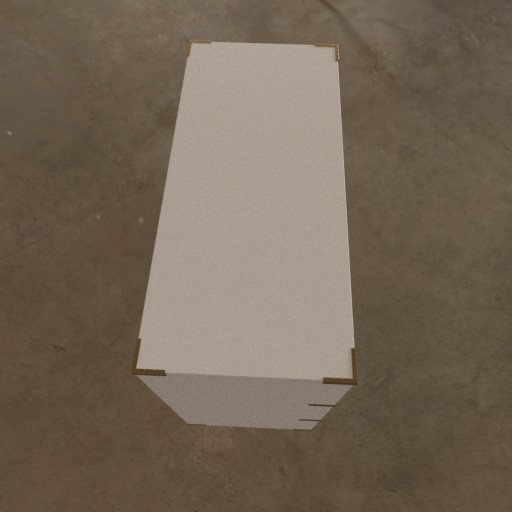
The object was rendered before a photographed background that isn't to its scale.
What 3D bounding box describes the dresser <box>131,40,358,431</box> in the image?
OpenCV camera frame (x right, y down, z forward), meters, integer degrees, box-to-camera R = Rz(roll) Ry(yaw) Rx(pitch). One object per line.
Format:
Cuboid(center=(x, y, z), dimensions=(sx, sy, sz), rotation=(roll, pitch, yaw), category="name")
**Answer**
Cuboid(center=(0.000, 0.000, 1.523), dimensions=(0.460, 0.891, 1.022), rotation=(2, 62, 1), category="dresser")
